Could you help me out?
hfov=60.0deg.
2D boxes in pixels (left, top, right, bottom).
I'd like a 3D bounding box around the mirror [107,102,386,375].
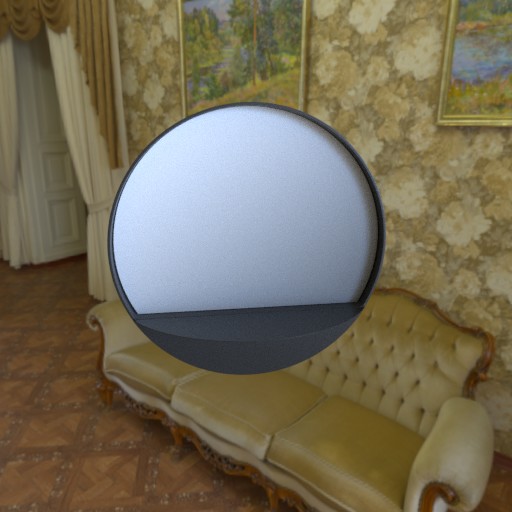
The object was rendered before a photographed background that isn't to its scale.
[{"bbox_3d":[0.000,0.000,0.688,0.457,0.457,0.133,-2,16,-8],"label":"mirror"}]
